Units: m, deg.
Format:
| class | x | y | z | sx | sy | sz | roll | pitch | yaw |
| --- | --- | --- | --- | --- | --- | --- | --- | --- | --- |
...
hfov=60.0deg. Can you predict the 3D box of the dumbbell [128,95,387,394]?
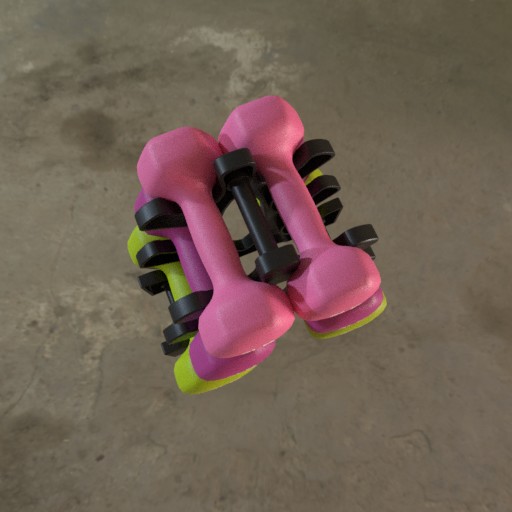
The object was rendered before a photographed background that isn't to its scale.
| class | x | y | z | sx | sy | sz | roll | pitch | yaw |
| --- | --- | --- | --- | --- | --- | --- | --- | --- | --- |
| dumbbell | 0.000 | 0.000 | 0.439 | 0.257 | 0.261 | 0.203 | -22 | 76 | -6 |
